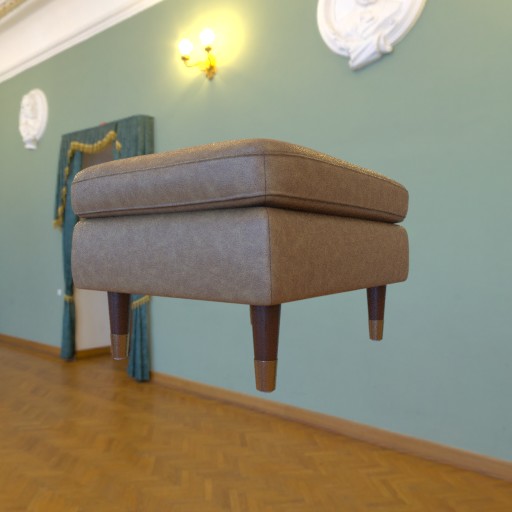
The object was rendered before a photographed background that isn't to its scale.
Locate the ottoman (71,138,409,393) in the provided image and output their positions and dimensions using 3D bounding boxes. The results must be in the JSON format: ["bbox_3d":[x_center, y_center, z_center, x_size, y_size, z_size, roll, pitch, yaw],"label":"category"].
[{"bbox_3d":[0.000,0.000,1.135,0.593,0.478,0.747,1,1,36],"label":"ottoman"}]
